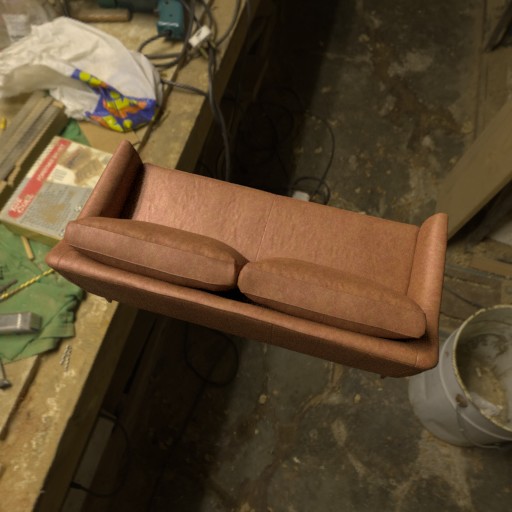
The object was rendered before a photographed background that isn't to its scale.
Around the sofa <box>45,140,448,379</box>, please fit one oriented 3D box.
[{"bbox_3d":[0.000,0.000,2.558,2.036,0.945,0.981,14,65,7],"label":"sofa"}]
